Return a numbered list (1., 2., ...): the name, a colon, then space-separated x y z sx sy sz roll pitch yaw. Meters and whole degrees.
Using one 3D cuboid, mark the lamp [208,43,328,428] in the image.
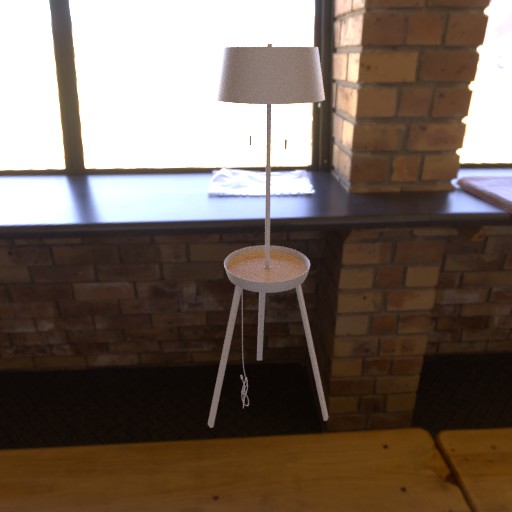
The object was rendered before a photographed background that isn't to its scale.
1. lamp: 0.000 0.000 1.652 0.468 1.429 0.508 -16 29 -32
